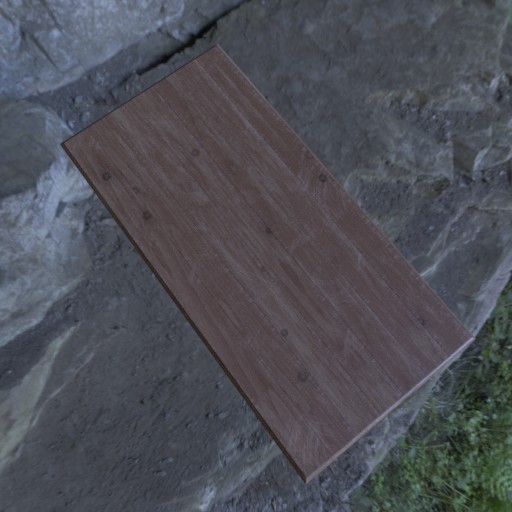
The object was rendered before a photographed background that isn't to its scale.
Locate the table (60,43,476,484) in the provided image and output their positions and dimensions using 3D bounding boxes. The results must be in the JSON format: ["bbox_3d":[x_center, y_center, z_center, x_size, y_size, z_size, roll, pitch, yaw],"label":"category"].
[{"bbox_3d":[0.000,0.000,1.410,0.559,0.458,1.118,-37,78,-9],"label":"table"}]
